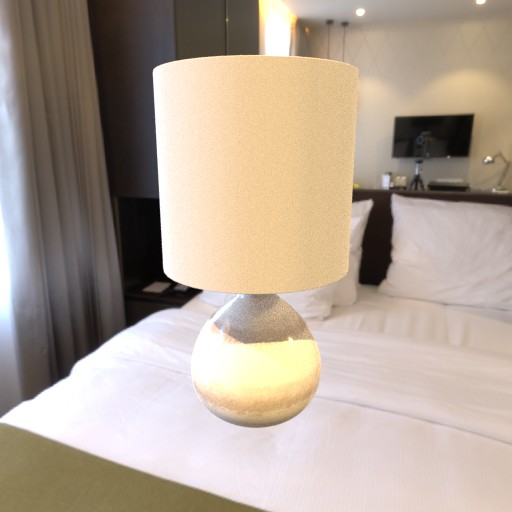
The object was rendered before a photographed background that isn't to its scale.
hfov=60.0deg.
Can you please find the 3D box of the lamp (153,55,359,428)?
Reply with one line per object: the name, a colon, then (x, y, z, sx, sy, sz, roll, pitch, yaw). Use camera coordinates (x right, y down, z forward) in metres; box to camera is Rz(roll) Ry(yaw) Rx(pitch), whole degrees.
lamp: (0.000, 0.000, 0.527, 0.217, 0.404, 0.217, -3, 15, -10)
